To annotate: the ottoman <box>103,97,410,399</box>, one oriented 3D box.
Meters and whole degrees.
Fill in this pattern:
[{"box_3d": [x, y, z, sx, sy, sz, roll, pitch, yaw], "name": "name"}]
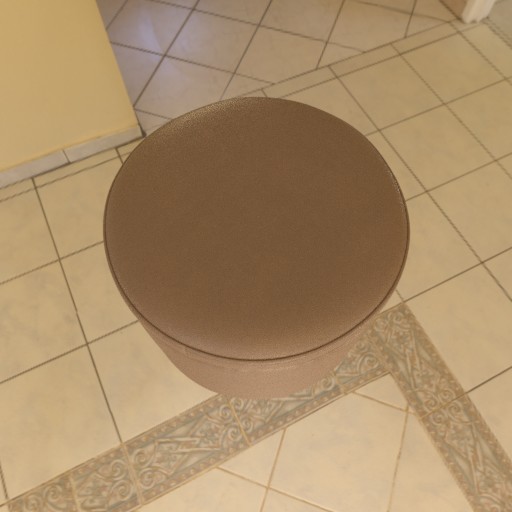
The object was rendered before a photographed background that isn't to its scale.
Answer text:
[{"box_3d": [0.000, 0.000, 0.871, 0.500, 0.409, 0.500, 0, 64, 0], "name": "ottoman"}]
